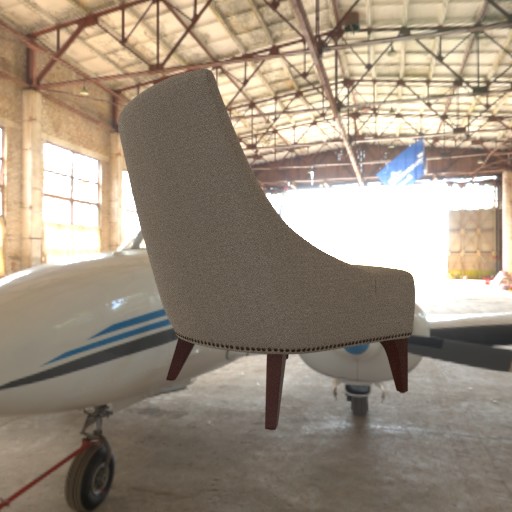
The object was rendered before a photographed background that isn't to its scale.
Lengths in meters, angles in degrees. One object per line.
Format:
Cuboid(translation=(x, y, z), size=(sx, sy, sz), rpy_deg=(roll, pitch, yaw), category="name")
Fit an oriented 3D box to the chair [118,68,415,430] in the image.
Cuboid(translation=(0.000, 0.000, 1.493), size=(0.861, 0.909, 0.701), rpy_deg=(0, -1, -37), category="chair")
